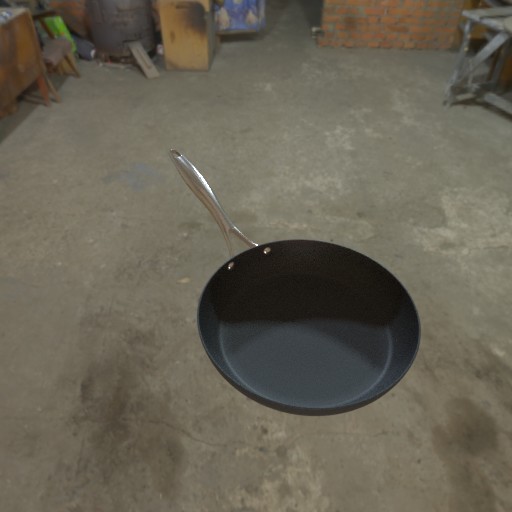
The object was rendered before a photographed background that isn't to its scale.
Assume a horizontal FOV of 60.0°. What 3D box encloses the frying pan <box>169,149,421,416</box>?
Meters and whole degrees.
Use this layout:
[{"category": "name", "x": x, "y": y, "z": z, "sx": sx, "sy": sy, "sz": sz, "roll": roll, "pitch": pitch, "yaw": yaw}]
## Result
[{"category": "frying pan", "x": 0.000, "y": 0.000, "z": 0.583, "sx": 0.255, "sy": 0.105, "sz": 0.472, "roll": -23, "pitch": 47, "yaw": -24}]
